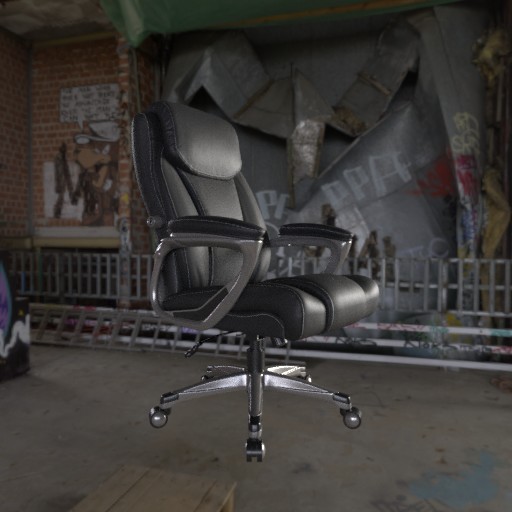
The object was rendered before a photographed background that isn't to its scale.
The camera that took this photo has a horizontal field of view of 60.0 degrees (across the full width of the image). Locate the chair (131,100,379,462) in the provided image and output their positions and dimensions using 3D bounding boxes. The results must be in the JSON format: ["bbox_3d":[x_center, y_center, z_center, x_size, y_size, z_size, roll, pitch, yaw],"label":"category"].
[{"bbox_3d":[0.000,0.000,1.633,0.784,1.167,0.741,1,2,36],"label":"chair"}]
